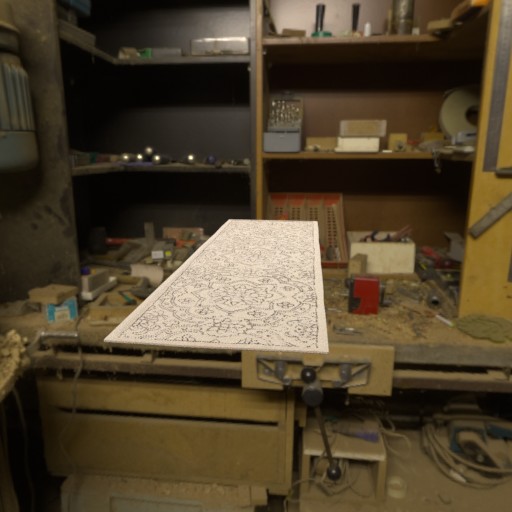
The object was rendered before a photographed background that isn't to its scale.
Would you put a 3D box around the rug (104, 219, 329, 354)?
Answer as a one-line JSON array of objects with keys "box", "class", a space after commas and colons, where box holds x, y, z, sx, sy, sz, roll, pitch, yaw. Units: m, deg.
[{"box": [0.000, 0.000, 2.644, 0.769, 0.012, 2.448, 2, 15, 7], "class": "rug"}]
